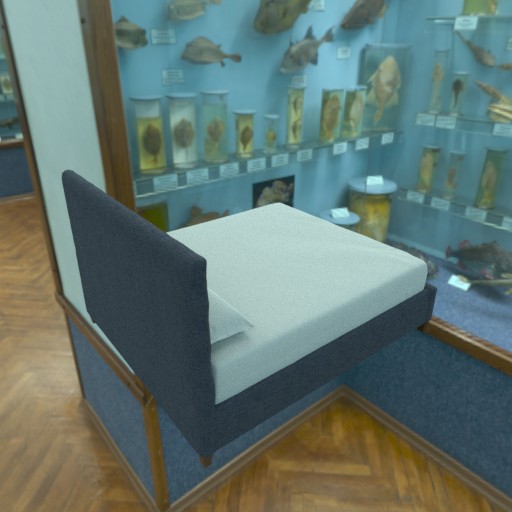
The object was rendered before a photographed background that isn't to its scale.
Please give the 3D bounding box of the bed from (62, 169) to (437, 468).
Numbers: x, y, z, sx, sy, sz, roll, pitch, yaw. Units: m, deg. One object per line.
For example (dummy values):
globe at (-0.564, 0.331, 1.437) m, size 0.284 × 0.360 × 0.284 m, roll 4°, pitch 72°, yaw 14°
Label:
bed at (0.000, 0.000, 3.753) m, size 2.387 × 1.427 × 2.078 m, roll -19°, pitch 32°, yaw -33°
